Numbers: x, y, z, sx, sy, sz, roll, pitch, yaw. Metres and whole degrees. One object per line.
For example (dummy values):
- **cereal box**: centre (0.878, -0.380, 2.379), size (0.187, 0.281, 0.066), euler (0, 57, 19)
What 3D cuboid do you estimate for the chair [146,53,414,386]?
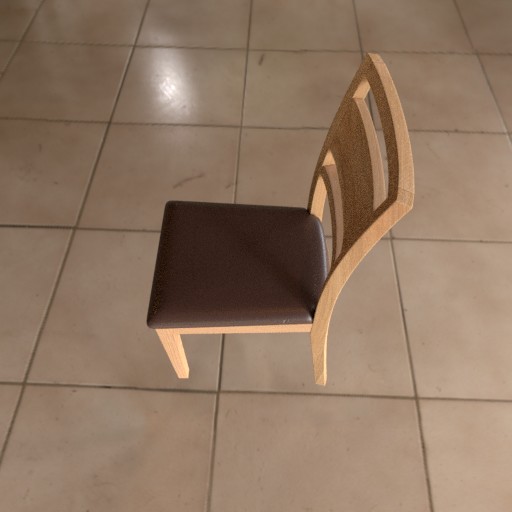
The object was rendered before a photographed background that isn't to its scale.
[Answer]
- **chair**: centre (0.000, 0.000, 1.193), size (0.545, 0.940, 0.420), euler (1, 58, 1)
